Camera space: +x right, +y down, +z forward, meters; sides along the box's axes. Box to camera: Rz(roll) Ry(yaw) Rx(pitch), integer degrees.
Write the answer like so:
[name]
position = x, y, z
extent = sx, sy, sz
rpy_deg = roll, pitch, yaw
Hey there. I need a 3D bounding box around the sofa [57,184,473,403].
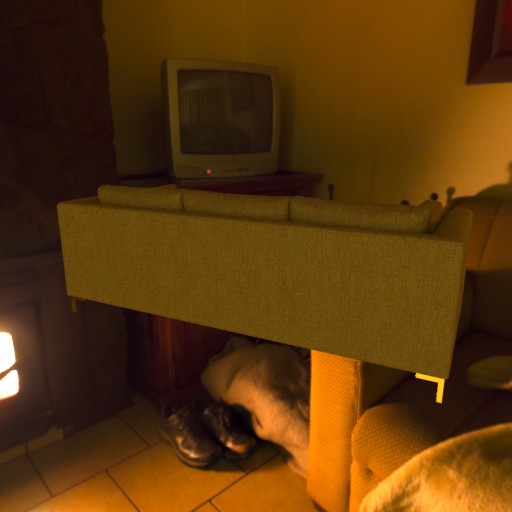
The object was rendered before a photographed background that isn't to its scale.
[sofa]
position = 0.000, 0.000, 2.835
extent = 2.415, 0.867, 0.969
rpy_deg = 8, 17, 26
